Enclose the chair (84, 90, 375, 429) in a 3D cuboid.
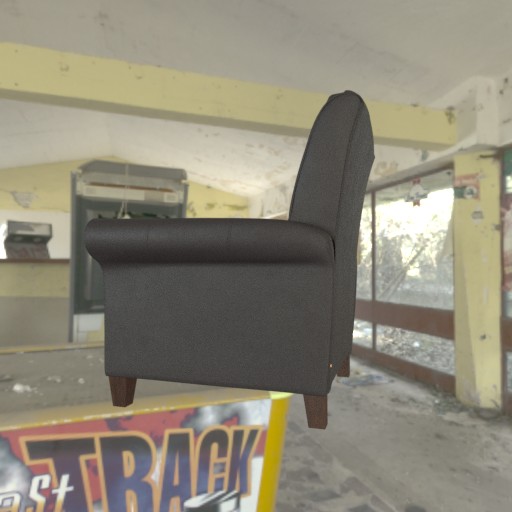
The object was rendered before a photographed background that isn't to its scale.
[{"bbox_3d":[0.000,0.000,1.776,0.902,1.061,0.978,0,-2,18],"label":"chair"}]
